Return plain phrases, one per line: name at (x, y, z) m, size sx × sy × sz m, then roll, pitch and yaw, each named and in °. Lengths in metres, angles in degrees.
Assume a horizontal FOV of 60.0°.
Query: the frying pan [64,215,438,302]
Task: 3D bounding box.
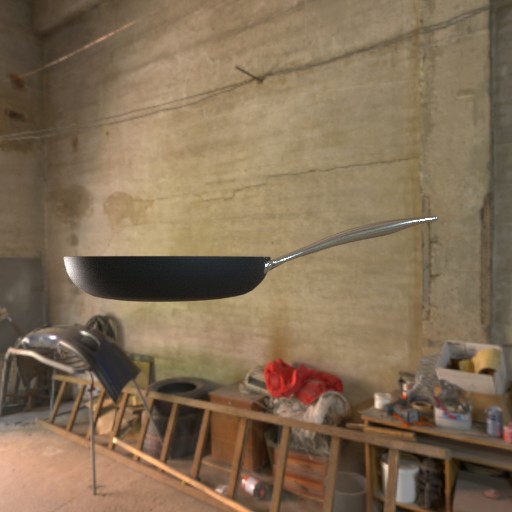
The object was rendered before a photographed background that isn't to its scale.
frying pan at (0.000, 0.000, 0.571) m, size 0.472 × 0.105 × 0.255 m, roll 0°, pitch -1°, yaw 0°
